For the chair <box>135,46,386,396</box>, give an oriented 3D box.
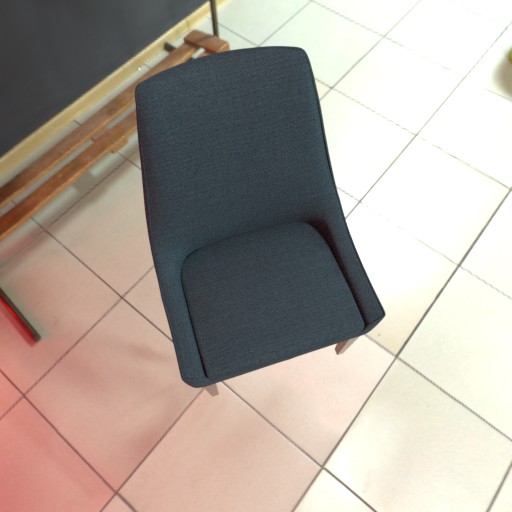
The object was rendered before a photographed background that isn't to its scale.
[{"bbox_3d":[0.000,0.000,1.168,0.529,0.861,0.544,-16,65,-8],"label":"chair"}]
